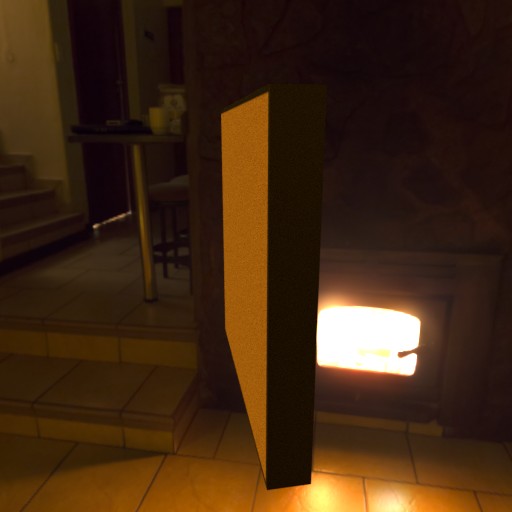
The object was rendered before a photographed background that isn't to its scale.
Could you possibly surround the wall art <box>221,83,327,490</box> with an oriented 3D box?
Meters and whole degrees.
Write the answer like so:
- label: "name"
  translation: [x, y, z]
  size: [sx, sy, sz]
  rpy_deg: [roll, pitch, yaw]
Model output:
- label: "wall art"
  translation: [0.000, 0.000, 0.460]
  size: [0.037, 0.303, 0.304]
  rpy_deg: [-3, 15, -10]
